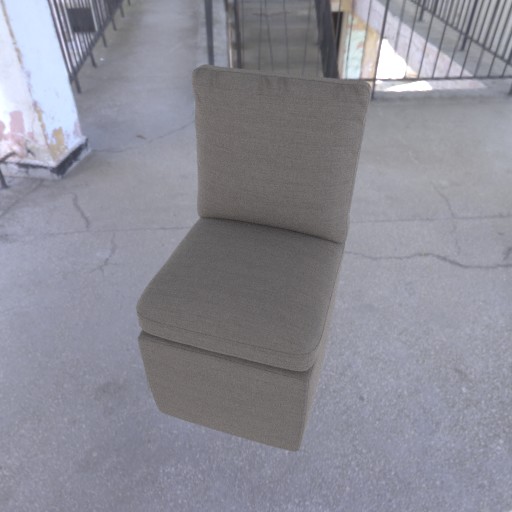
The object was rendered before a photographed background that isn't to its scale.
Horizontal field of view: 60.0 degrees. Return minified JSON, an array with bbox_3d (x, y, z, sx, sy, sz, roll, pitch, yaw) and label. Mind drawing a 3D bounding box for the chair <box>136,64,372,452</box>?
[{"bbox_3d":[0.000,0.000,1.325,0.503,0.927,0.698,11,42,13],"label":"chair"}]
